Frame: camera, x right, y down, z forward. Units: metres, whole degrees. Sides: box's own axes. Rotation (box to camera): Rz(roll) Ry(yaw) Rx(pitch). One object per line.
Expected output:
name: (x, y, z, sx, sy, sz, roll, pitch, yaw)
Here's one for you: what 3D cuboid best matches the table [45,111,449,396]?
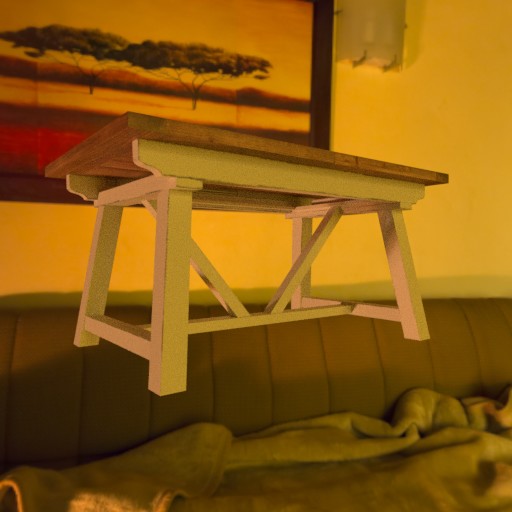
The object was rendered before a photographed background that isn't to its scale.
table: (0.000, 0.000, 1.934, 1.503, 0.743, 0.922, 0, 1, -37)
